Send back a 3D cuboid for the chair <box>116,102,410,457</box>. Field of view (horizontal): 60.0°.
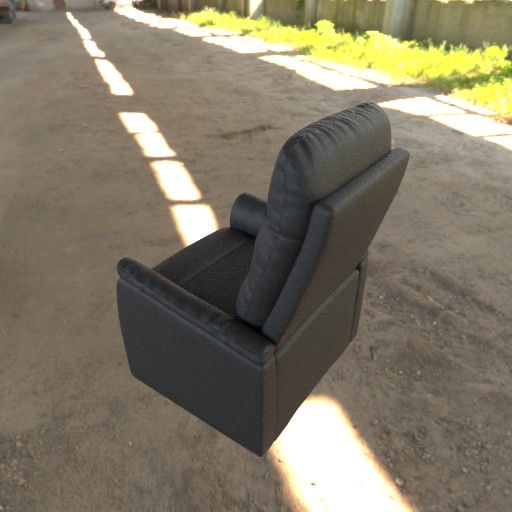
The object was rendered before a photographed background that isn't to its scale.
[{"bbox_3d":[0.000,0.000,1.631,0.831,1.082,0.775,20,37,30],"label":"chair"}]
